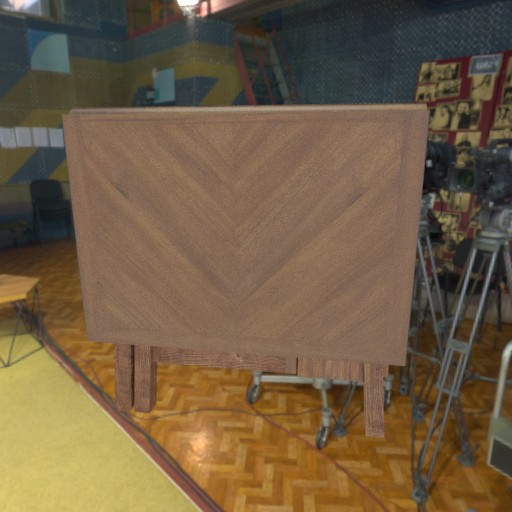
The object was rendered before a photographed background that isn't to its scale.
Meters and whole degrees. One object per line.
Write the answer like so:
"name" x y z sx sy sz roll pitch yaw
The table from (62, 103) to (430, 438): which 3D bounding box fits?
"table" 0.000 0.000 1.593 0.967 0.981 0.701 2 14 9
